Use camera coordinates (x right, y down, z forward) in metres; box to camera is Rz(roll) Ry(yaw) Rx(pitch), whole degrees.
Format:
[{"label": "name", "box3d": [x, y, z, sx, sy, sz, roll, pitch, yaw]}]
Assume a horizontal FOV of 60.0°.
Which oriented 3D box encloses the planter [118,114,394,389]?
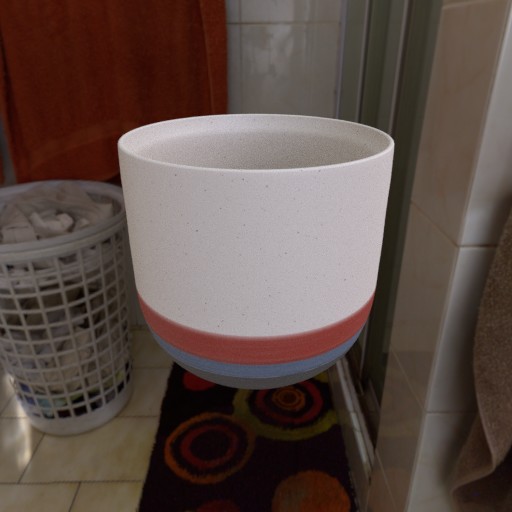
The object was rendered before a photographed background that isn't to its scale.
[{"label": "planter", "box3d": [0.000, 0.000, 0.501, 0.268, 0.270, 0.268, 0, 26, 0]}]
